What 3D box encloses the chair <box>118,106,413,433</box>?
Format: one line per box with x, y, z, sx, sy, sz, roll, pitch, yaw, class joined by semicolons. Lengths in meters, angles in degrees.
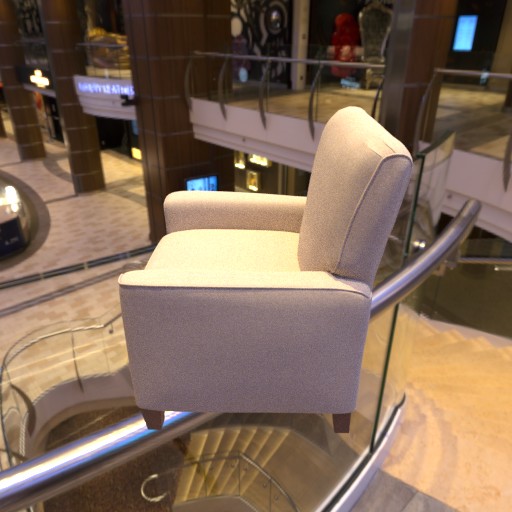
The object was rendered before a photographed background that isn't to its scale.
0.000;0.000;1.676;0.858;1.023;0.841;1;27;1;chair
